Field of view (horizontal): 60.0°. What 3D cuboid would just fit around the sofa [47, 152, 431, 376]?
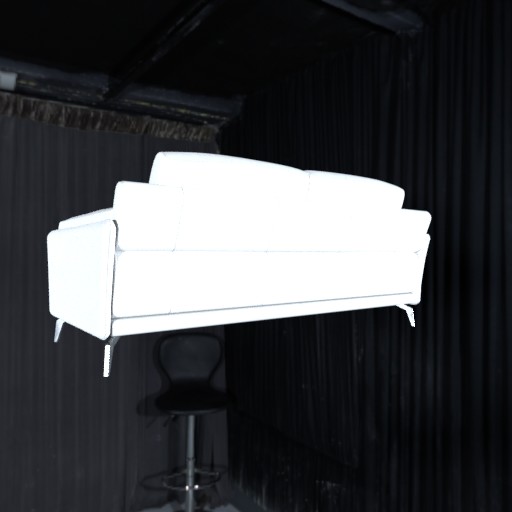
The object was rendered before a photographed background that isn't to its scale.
[{"bbox_3d":[0.000,0.000,2.637,2.101,0.930,1.049,0,0,-37],"label":"sofa"}]
